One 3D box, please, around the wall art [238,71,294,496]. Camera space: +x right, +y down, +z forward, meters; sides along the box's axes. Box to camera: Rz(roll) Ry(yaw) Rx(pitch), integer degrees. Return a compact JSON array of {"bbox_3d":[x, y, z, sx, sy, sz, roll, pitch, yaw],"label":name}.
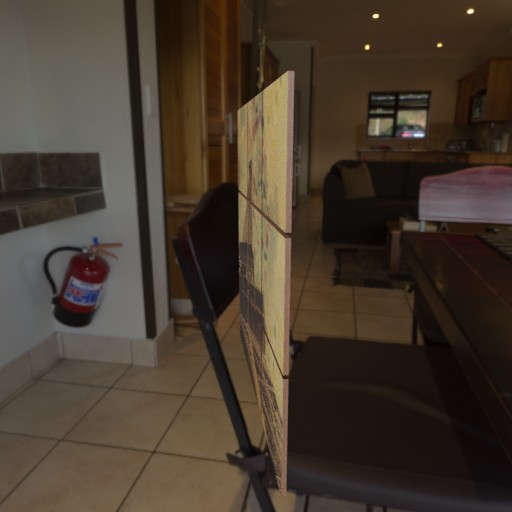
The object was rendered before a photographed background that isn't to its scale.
[{"bbox_3d":[0.000,0.000,1.844,0.017,1.246,1.256,-2,14,-8],"label":"wall art"}]
